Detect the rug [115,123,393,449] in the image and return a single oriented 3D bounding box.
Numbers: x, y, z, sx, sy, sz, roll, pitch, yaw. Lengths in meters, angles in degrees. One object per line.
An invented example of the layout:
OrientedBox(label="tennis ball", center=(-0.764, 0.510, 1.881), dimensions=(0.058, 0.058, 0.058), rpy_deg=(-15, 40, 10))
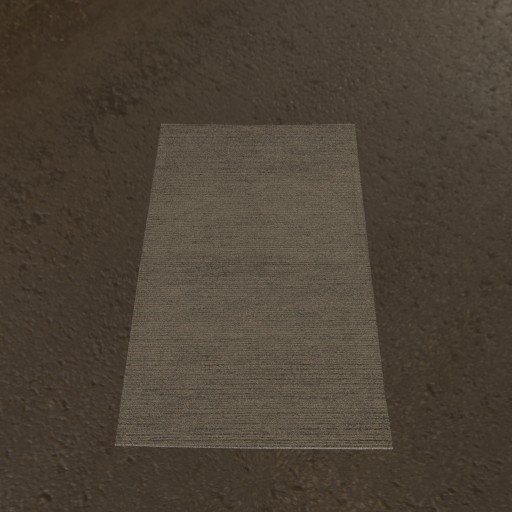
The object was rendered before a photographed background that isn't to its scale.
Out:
OrientedBox(label="rug", center=(0.000, 0.000, 2.222), dimensions=(1.149, 0.021, 1.773), rpy_deg=(1, 63, 0))
